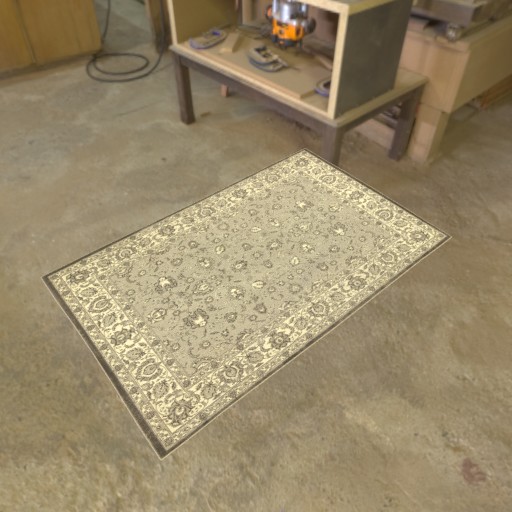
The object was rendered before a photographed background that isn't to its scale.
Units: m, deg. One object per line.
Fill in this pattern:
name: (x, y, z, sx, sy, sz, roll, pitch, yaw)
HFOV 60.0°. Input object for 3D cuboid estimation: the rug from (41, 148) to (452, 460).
rug: (0.000, 0.000, 3.063, 2.438, 0.011, 1.524, -31, 53, -26)
